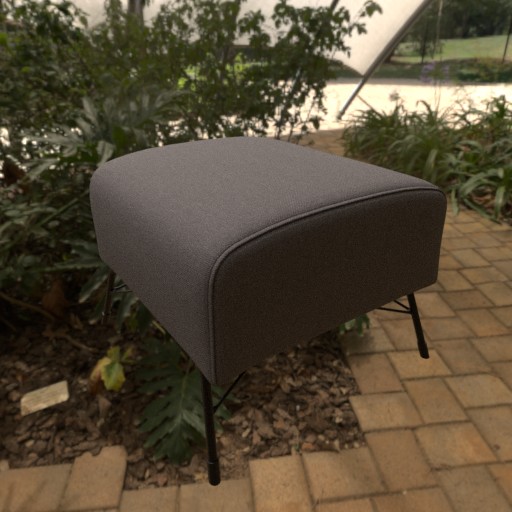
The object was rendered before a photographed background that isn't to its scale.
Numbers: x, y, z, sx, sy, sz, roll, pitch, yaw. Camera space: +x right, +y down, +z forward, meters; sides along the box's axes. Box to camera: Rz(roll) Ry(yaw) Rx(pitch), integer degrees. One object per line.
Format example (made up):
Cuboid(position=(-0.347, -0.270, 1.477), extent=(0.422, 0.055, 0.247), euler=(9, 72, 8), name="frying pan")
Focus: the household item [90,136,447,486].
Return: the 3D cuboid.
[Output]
Cuboid(position=(0.000, 0.000, 0.902), extent=(0.530, 0.410, 0.530), euler=(-17, 31, -31), name="household item")
